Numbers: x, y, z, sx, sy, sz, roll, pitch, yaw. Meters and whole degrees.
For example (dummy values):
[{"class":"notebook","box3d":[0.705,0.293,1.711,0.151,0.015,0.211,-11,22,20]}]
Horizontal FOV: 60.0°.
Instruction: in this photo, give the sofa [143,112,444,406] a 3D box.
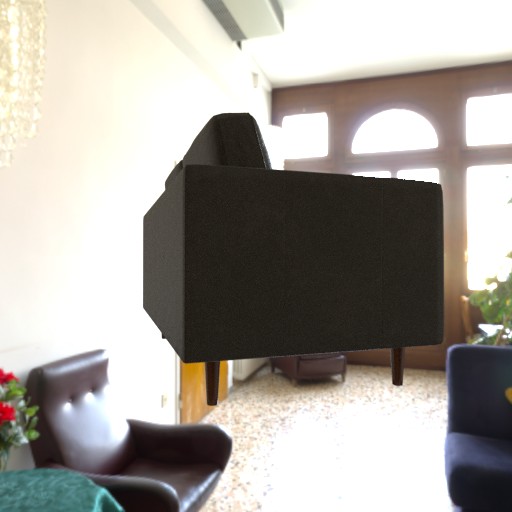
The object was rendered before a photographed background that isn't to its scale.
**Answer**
[{"class":"sofa","box3d":[0.000,0.000,1.981,0.879,0.899,1.430,0,-1,-19]}]
